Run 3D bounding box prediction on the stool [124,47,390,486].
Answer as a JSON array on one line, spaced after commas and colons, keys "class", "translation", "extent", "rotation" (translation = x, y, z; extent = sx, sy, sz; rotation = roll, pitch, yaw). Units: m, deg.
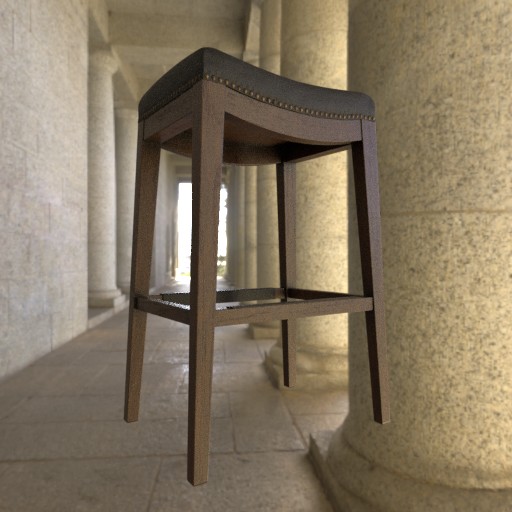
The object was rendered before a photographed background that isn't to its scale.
[{"class": "stool", "translation": [0.000, 0.000, 1.022], "extent": [0.500, 0.765, 0.361], "rotation": [0, 0, -35]}]
